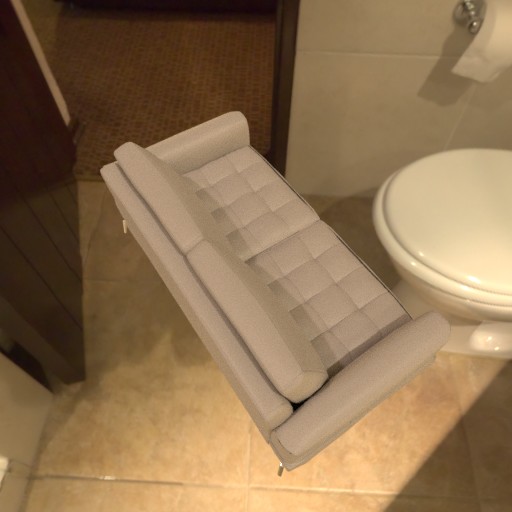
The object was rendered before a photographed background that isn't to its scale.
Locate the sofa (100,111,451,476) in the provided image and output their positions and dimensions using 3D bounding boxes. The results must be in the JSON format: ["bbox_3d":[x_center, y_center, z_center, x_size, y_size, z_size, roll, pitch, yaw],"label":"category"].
[{"bbox_3d":[0.000,0.000,2.731,1.121,0.930,2.177,-29,62,-18],"label":"sofa"}]
